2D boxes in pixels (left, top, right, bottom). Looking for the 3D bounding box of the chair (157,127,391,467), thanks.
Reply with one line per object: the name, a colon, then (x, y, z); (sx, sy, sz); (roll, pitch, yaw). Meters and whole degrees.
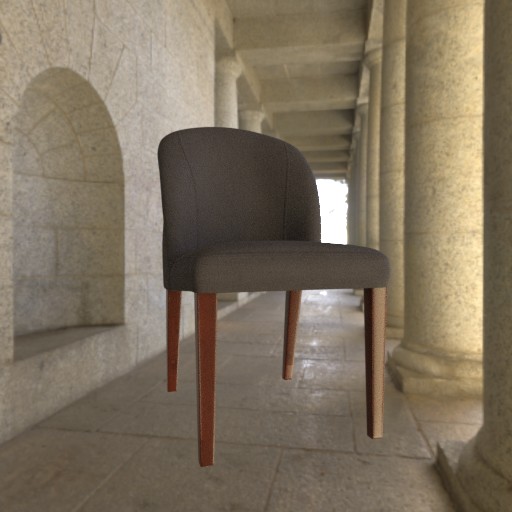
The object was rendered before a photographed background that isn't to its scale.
chair: (0.000, 0.000, 1.259); (0.506, 0.879, 0.619); (0, 1, -19)
